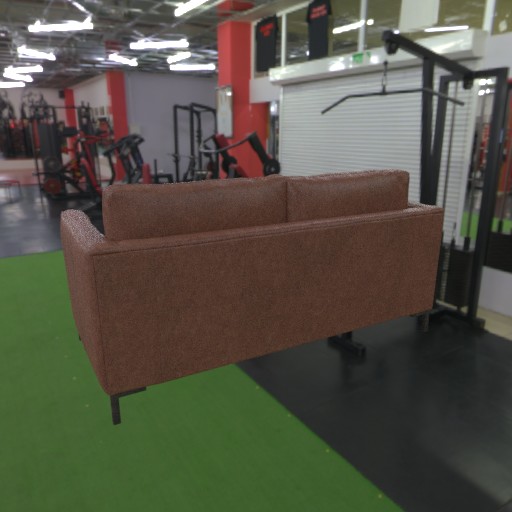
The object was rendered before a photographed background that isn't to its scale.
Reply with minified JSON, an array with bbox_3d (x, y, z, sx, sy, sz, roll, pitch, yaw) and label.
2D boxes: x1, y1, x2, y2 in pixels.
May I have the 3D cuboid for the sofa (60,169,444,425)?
[{"bbox_3d":[0.000,0.000,2.308,1.797,0.883,0.899,-9,18,-28],"label":"sofa"}]
